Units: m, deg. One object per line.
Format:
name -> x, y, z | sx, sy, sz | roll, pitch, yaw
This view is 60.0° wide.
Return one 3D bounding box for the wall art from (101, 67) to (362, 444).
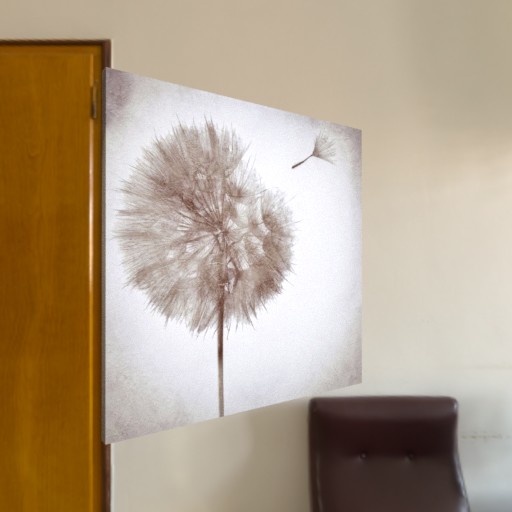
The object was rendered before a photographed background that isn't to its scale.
wall art -> 0.000, 0.000, 1.124 | 0.762, 0.762, 0.027 | 0, 0, -35
